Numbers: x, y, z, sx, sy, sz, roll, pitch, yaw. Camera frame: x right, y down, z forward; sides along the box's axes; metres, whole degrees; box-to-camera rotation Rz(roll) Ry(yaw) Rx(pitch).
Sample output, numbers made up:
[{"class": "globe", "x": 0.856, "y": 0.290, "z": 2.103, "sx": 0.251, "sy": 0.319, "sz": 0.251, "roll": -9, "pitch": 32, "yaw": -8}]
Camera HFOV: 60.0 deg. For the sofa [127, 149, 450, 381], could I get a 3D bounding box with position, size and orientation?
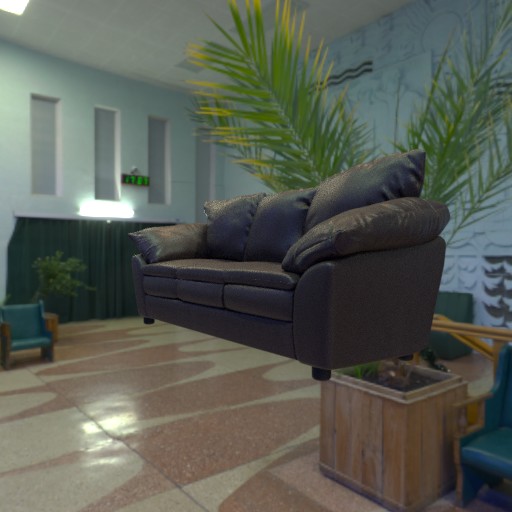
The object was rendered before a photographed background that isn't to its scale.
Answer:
[{"class": "sofa", "x": 0.000, "y": 0.000, "z": 2.921, "sx": 0.907, "sy": 1.091, "sz": 2.390, "roll": 0, "pitch": 0, "yaw": -36}]
